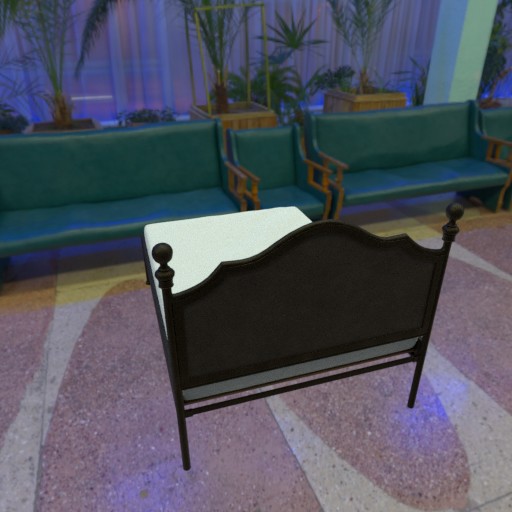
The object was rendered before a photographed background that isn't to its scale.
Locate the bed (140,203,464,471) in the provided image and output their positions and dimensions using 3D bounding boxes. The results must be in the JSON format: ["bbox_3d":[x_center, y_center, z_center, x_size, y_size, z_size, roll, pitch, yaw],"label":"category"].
[{"bbox_3d":[0.000,0.000,3.386,1.642,1.499,2.224,-9,30,-16],"label":"bed"}]
